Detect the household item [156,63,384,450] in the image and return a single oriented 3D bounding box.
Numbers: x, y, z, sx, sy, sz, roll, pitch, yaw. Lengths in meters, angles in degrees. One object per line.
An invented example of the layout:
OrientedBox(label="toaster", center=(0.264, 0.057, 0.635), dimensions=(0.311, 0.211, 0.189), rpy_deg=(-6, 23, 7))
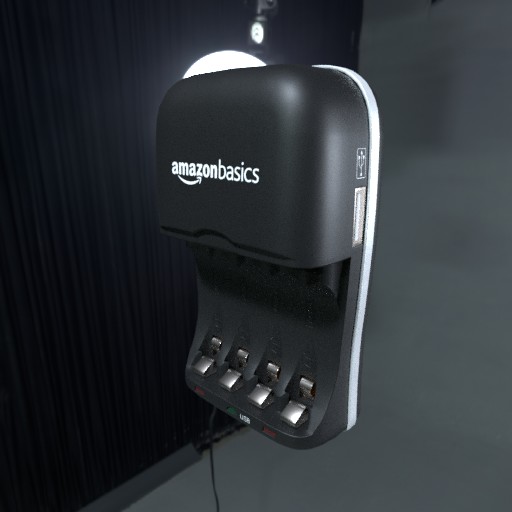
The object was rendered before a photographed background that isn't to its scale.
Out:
OrientedBox(label="household item", center=(0.000, 0.000, 0.144), dimensions=(0.070, 0.114, 0.038), rpy_deg=(14, 22, 41))
